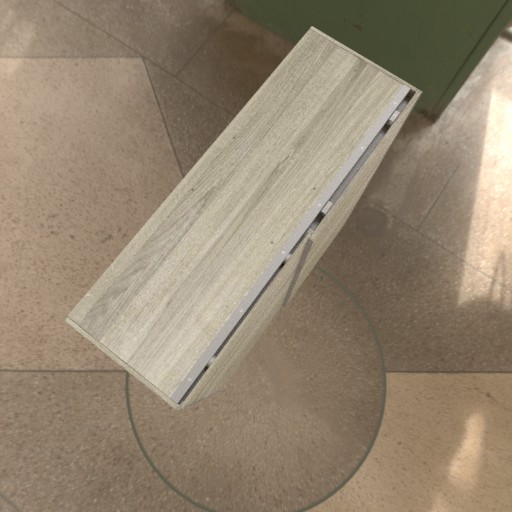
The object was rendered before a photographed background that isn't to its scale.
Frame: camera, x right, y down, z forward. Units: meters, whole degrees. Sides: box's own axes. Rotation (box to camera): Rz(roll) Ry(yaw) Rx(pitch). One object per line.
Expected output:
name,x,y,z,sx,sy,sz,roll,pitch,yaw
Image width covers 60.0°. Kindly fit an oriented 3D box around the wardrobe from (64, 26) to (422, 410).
wardrobe,0.000,0.000,2.874,0.629,1.960,1.780,35,78,9
